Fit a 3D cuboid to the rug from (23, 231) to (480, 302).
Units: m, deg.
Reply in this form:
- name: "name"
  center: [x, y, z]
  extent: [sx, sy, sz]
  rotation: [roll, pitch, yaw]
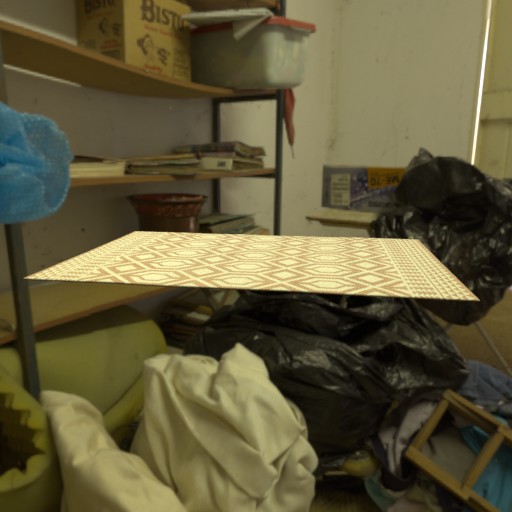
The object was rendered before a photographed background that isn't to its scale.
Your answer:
- name: "rug"
  center: [0.000, 0.000, 3.058]
  extent: [2.435, 0.011, 1.526]
  rotation: [2, 14, 9]
